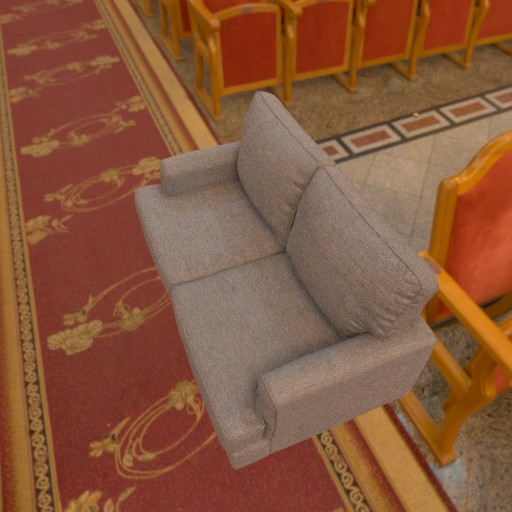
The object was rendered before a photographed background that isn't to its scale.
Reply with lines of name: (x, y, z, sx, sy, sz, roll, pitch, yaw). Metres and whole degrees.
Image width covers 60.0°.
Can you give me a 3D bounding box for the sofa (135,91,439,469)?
sofa: (0.000, 0.000, 2.255, 0.965, 0.965, 1.651, -17, 50, -15)
